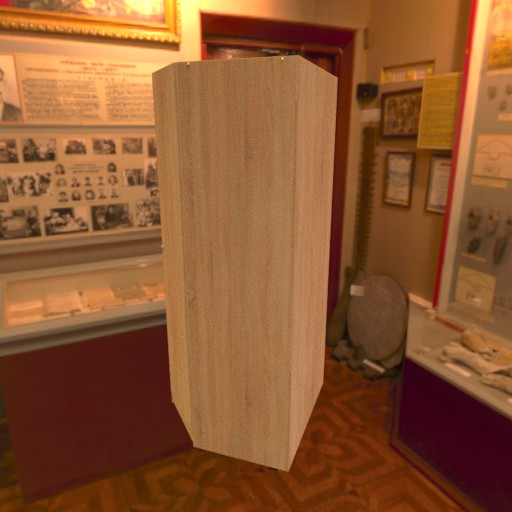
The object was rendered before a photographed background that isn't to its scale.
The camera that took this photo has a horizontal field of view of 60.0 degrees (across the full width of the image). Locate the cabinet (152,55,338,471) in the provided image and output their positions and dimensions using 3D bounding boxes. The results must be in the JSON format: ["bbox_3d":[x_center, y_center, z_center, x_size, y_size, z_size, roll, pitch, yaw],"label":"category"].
[{"bbox_3d":[0.000,0.000,2.767,1.094,2.120,1.327,-7,18,-24],"label":"cabinet"}]
